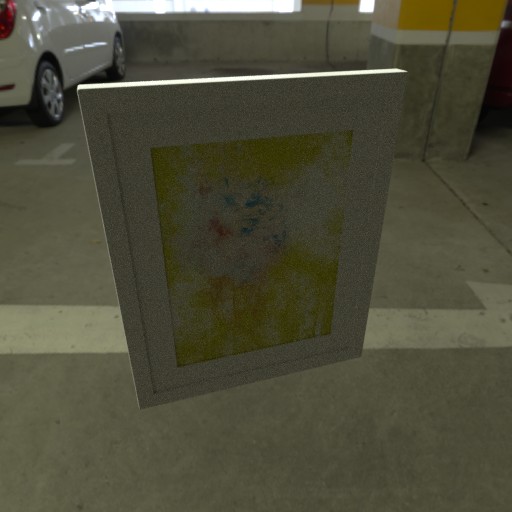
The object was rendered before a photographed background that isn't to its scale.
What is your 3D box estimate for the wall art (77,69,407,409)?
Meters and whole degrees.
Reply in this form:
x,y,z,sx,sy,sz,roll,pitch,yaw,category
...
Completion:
x,y,z,sx,sy,sz,roll,pitch,yaw,category
0.000,0.000,0.736,0.454,0.556,0.028,-9,32,-15,wall art
